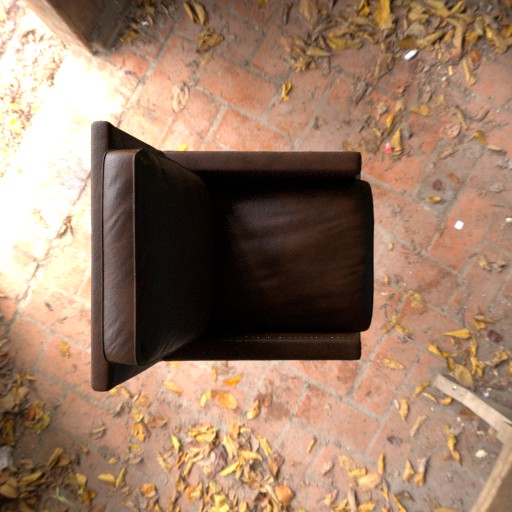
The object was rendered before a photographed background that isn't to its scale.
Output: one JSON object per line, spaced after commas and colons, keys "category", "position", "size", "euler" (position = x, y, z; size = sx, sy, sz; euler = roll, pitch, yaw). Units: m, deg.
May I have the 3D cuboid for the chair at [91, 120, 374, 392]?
{"category": "chair", "position": [0.000, 0.000, 1.828], "size": [1.035, 1.054, 0.854], "euler": [0, 90, 0]}
